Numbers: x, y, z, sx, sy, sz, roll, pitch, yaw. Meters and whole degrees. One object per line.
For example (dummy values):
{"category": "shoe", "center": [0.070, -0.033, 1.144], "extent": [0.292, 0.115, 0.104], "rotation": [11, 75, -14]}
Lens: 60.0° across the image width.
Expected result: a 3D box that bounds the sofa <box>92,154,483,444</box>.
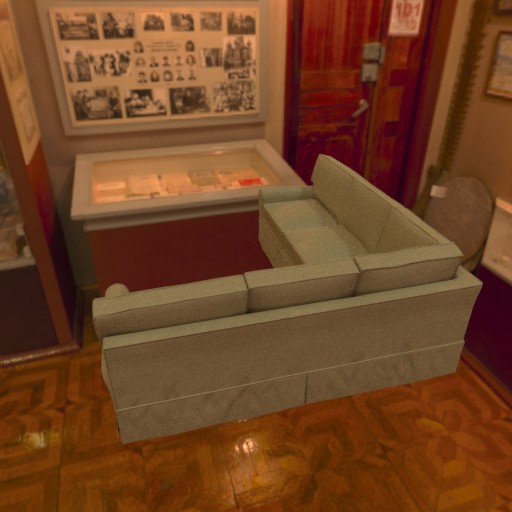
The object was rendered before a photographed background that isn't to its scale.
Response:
{"category": "sofa", "center": [0.000, 0.000, 4.042], "extent": [2.623, 1.081, 2.618], "rotation": [-8, 31, -13]}
